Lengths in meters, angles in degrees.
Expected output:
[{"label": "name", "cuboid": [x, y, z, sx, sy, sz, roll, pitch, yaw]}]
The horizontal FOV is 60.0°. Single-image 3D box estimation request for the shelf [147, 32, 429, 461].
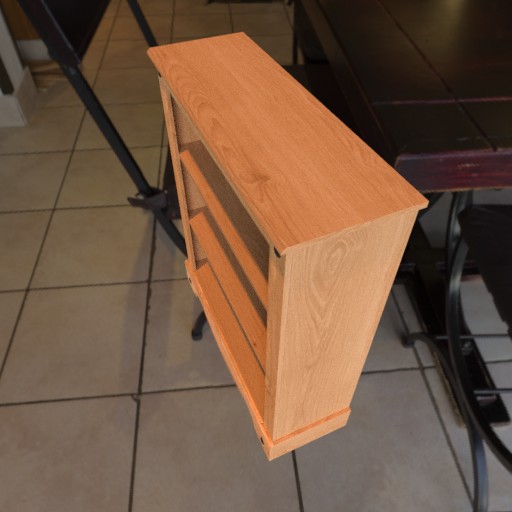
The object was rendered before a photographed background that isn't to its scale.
[{"label": "shelf", "cuboid": [0.000, 0.000, 1.358, 0.291, 0.980, 0.840, -18, 50, -16]}]
